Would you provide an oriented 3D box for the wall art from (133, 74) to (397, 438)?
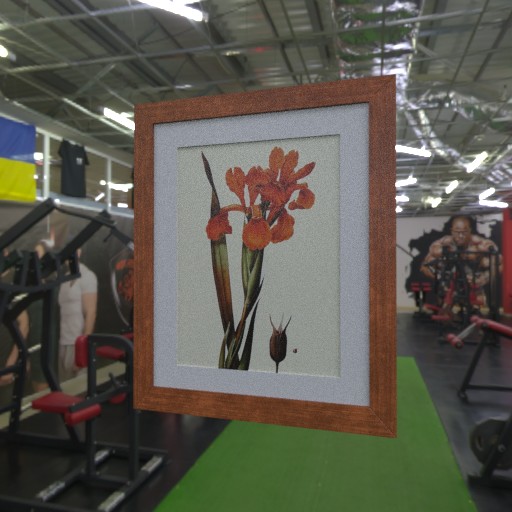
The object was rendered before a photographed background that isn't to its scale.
[{"bbox_3d":[0.000,0.000,0.774,0.467,0.567,0.033,0,0,17],"label":"wall art"}]
